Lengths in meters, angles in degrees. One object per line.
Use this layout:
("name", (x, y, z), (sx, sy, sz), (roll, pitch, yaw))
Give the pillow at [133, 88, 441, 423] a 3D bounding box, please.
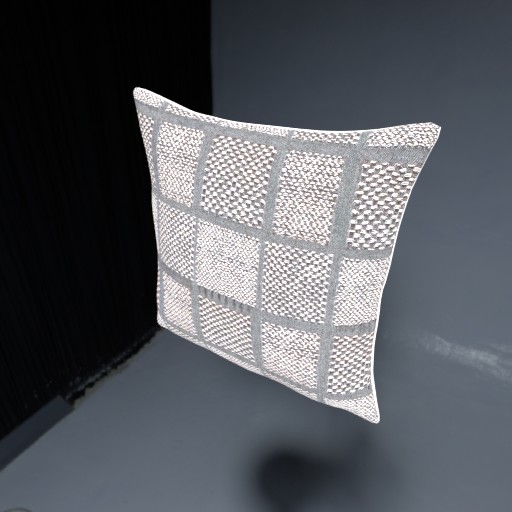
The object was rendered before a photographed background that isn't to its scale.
("pillow", (0.000, 0.000, 0.649), (0.435, 0.432, 0.138), (17, 33, 28))
